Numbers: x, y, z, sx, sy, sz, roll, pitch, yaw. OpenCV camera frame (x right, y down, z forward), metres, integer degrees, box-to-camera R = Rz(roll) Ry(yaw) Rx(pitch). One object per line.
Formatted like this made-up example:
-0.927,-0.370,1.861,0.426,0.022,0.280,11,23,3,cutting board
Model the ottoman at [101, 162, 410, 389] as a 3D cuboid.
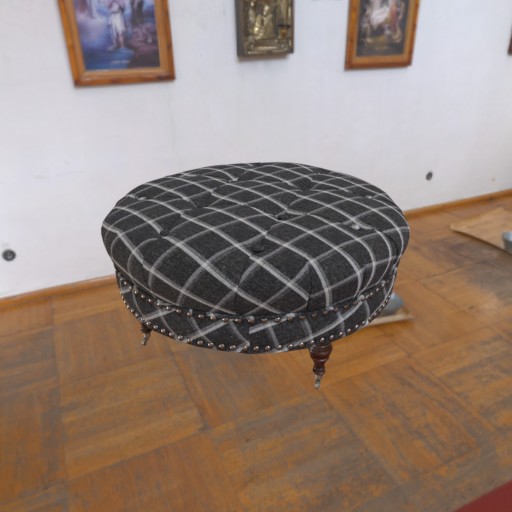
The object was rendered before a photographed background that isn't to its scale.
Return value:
0.000,0.000,1.404,0.901,0.439,0.901,0,26,0,ottoman
